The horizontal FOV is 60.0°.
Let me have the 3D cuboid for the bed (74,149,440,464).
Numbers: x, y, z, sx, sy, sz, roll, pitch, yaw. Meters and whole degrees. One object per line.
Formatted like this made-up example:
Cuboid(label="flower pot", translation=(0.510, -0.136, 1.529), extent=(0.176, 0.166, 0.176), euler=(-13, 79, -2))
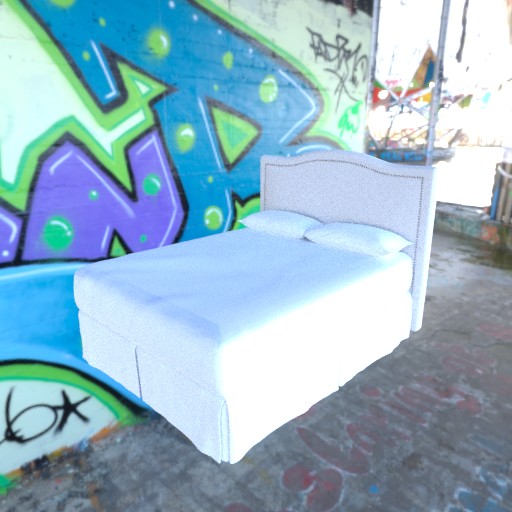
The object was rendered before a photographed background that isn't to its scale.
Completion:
Cuboid(label="bed", translation=(0.000, 0.000, 3.300), extent=(1.753, 1.460, 2.143), euler=(16, 23, 42))
